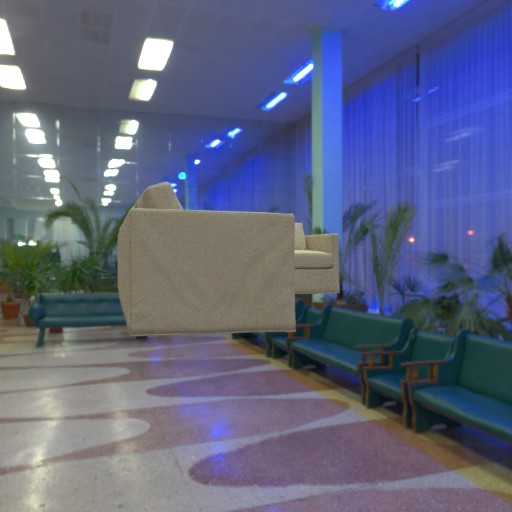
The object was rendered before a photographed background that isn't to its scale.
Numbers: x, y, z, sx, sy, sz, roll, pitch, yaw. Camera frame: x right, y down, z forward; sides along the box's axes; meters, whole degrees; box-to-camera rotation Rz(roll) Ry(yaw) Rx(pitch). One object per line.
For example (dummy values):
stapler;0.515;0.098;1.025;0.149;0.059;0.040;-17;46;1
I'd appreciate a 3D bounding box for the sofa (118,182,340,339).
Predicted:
sofa;0.000;0.000;4.151;2.432;0.871;3.182;0;0;-19
